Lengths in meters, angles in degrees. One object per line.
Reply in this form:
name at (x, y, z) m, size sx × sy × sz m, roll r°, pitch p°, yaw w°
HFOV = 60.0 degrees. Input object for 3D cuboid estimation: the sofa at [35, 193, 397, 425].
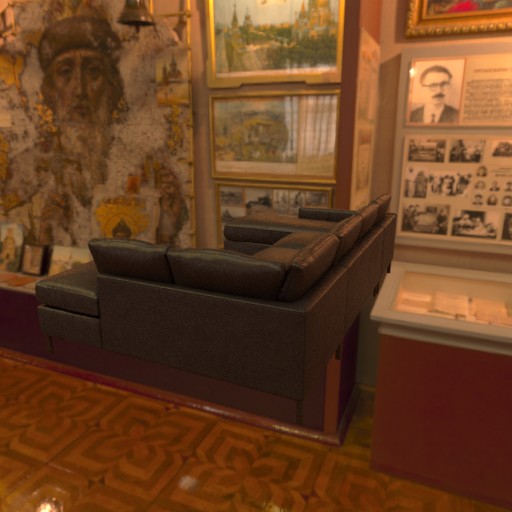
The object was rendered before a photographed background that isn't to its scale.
sofa at (0.000, 0.000, 3.870) m, size 1.939 × 0.900 × 2.956 m, roll 7°, pitch 18°, yaw 24°
